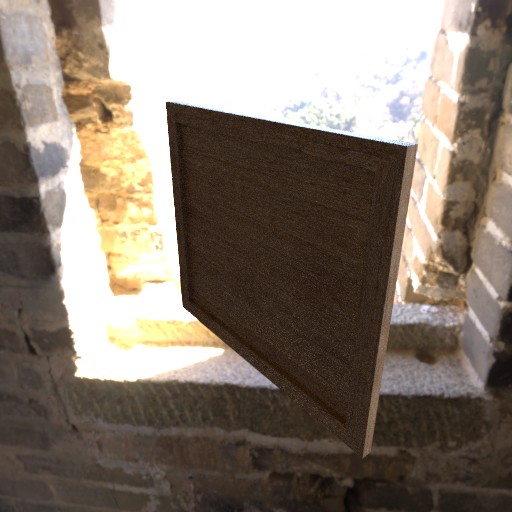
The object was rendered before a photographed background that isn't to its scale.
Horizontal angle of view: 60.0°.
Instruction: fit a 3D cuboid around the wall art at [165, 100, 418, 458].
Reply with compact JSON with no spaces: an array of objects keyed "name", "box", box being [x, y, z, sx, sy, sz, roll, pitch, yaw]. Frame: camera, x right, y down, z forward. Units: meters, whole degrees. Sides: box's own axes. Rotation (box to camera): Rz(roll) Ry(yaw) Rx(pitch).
[{"name":"wall art","box":[0.000,0.000,0.970,0.026,0.588,0.690,-18,31,-34]}]
